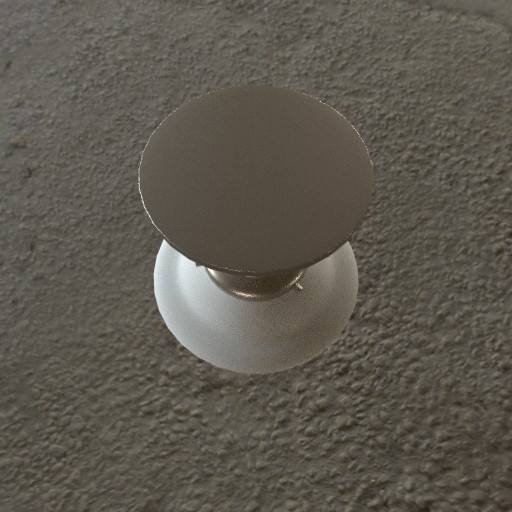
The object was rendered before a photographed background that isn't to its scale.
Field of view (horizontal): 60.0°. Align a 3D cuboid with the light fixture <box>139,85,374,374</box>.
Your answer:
[{"bbox_3d":[0.000,0.000,0.403,0.199,0.254,0.199,0,63,0],"label":"light fixture"}]
